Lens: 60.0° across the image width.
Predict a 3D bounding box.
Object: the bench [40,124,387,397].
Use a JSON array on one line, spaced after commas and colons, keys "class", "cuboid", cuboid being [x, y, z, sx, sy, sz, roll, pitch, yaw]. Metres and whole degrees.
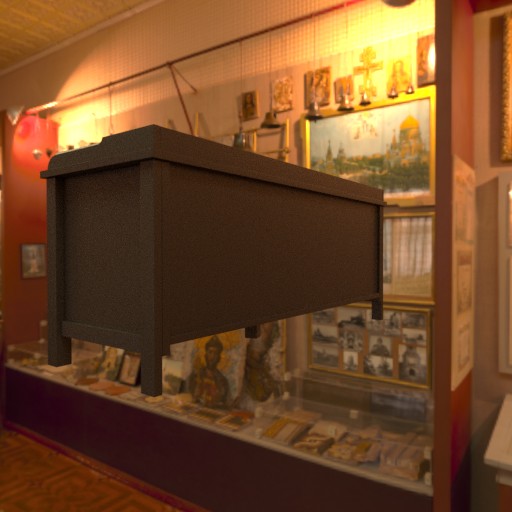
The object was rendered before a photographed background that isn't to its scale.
[{"class": "bench", "cuboid": [0.000, 0.000, 1.368, 0.398, 0.501, 1.140, 1, 1, 37]}]
